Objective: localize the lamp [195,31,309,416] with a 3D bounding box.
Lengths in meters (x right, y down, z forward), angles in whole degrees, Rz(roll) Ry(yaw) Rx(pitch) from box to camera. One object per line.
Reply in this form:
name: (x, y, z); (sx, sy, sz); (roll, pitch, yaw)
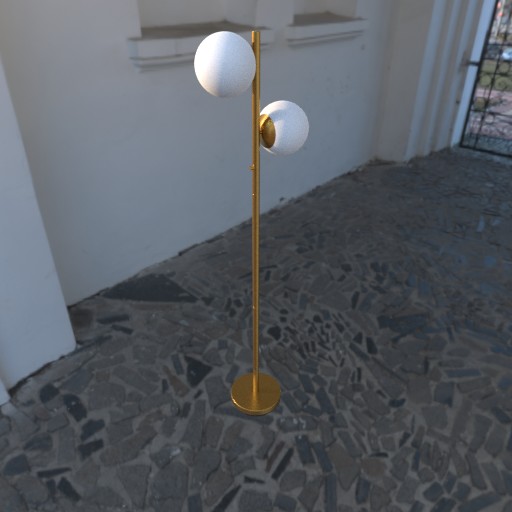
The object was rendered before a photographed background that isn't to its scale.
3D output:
lamp: (0.000, 0.000, 1.802); (0.419, 1.641, 0.249); (-19, 36, -29)
